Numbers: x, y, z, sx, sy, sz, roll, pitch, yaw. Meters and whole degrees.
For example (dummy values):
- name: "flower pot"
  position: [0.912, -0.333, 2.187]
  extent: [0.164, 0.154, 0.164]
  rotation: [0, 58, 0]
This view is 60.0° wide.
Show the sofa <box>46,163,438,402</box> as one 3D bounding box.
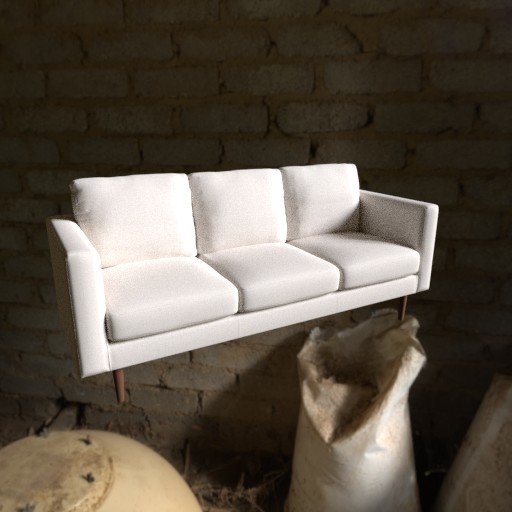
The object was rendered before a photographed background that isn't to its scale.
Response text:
- name: "sofa"
  position: [0.000, 0.000, 2.471]
  extent: [2.029, 0.912, 0.802]
  rotation: [-9, 19, -28]
